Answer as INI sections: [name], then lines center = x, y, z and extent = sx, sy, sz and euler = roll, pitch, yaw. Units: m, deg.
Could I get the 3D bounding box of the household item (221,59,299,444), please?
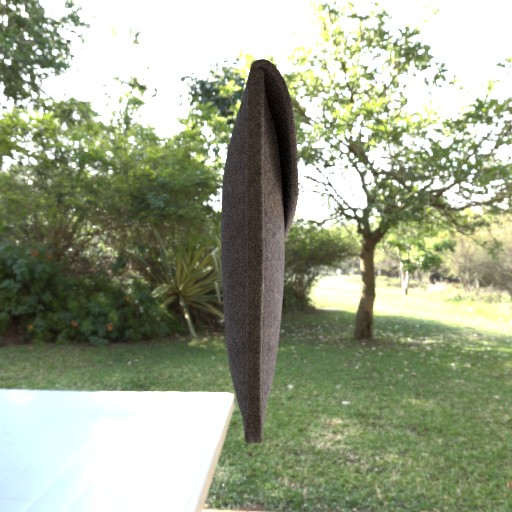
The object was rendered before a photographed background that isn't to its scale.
[household item]
center = 0.000, 0.000, 0.416
extent = 0.057, 0.221, 0.335
euler = 0, 0, -1
